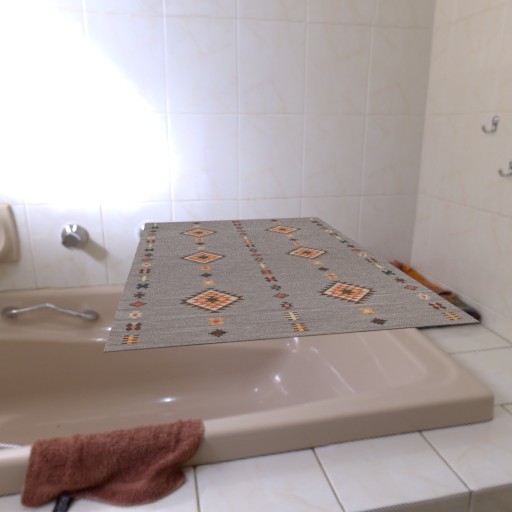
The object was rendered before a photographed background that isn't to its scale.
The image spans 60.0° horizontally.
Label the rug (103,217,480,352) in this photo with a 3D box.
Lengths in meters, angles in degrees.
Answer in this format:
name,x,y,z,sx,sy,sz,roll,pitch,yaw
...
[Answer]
name,x,y,z,sx,sy,sz,roll,pitch,yaw
rug,0.000,0.000,2.252,1.217,0.005,1.818,-3,17,-9
